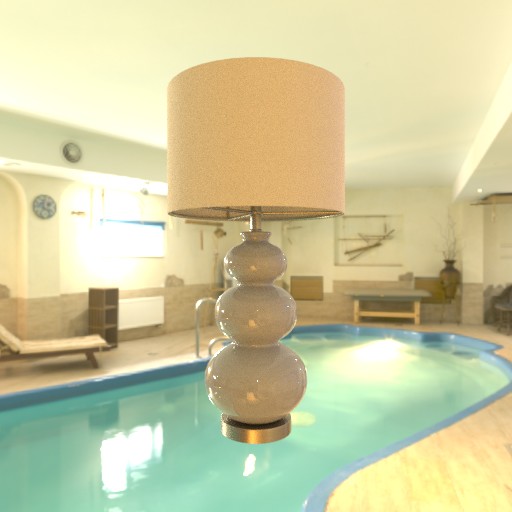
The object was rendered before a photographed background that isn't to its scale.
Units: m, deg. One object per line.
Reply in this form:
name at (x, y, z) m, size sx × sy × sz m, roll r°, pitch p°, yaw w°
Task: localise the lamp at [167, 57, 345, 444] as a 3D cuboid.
lamp at (0.000, 0.000, 0.935) m, size 0.367 × 0.730 × 0.367 m, roll 0°, pitch 0°, yaw 19°
